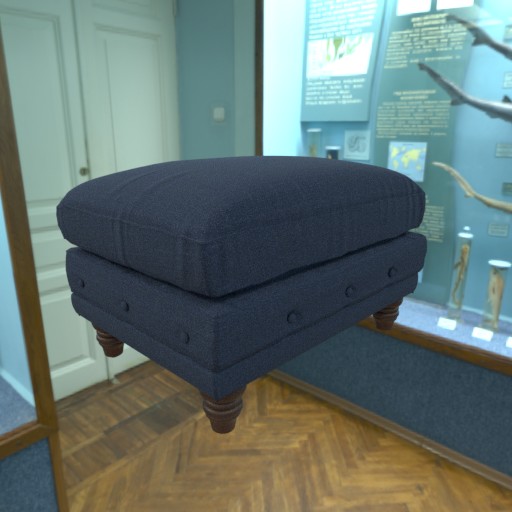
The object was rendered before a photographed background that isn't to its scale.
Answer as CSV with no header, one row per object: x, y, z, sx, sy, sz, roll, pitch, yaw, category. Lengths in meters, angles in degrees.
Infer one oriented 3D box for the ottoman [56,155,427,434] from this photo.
0.000,0.000,1.120,0.558,0.486,0.767,15,22,42,ottoman
